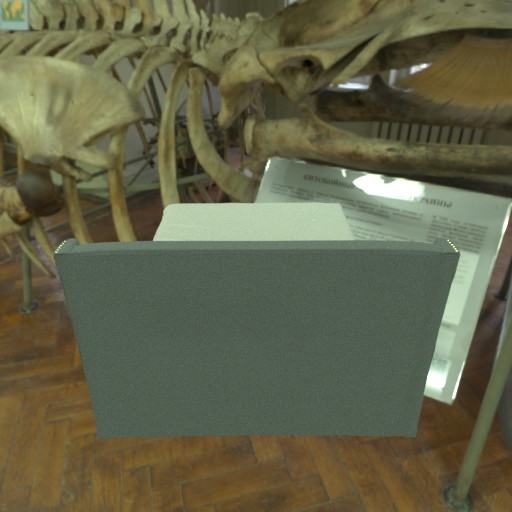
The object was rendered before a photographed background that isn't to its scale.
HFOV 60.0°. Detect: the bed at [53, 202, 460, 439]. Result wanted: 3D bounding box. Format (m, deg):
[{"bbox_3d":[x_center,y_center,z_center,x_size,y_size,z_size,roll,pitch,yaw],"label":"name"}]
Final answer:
[{"bbox_3d":[0.000,0.000,3.342,1.925,1.332,2.276,0,29,0],"label":"bed"}]
